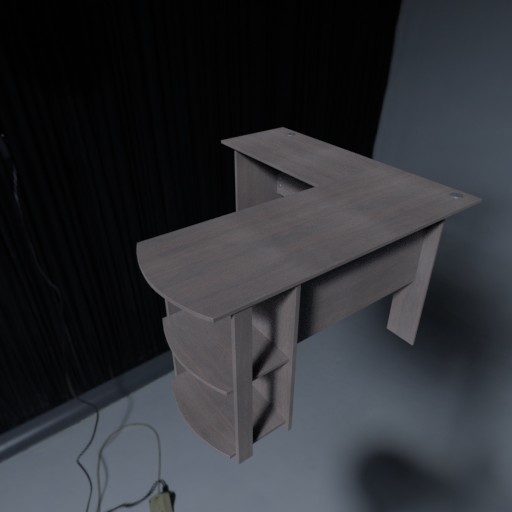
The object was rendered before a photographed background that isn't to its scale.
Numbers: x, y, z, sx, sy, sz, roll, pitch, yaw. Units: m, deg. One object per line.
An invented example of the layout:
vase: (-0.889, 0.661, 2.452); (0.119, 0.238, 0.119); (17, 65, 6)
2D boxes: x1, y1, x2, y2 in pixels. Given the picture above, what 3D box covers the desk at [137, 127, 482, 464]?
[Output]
desk: (0.000, 0.000, 2.123); (1.361, 0.716, 1.303); (-21, 38, -30)
